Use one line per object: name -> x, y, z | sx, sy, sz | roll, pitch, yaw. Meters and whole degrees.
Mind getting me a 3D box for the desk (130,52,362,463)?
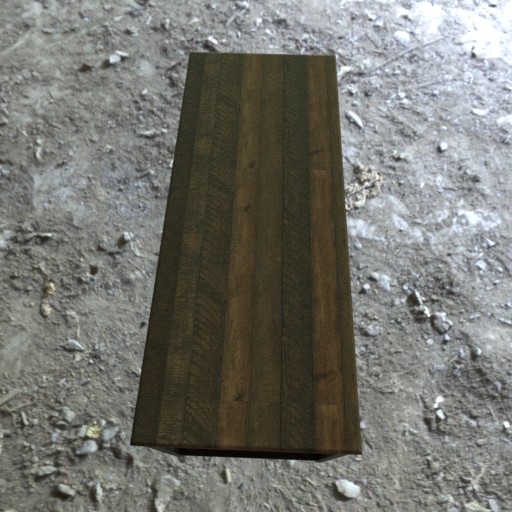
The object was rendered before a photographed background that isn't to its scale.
desk -> 0.000, 0.000, 1.860 | 0.617, 0.753, 1.538 | 2, 63, 1
